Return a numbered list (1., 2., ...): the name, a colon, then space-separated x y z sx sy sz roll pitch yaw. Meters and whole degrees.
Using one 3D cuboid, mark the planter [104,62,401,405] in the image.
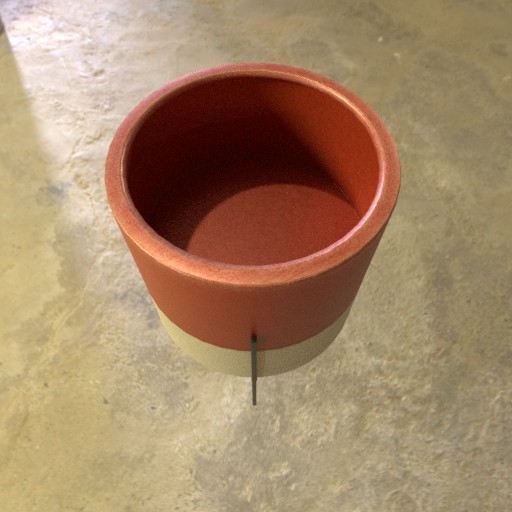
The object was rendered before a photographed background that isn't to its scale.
1. planter: 0.000 0.000 0.714 0.354 0.465 0.345 -27 63 -15
